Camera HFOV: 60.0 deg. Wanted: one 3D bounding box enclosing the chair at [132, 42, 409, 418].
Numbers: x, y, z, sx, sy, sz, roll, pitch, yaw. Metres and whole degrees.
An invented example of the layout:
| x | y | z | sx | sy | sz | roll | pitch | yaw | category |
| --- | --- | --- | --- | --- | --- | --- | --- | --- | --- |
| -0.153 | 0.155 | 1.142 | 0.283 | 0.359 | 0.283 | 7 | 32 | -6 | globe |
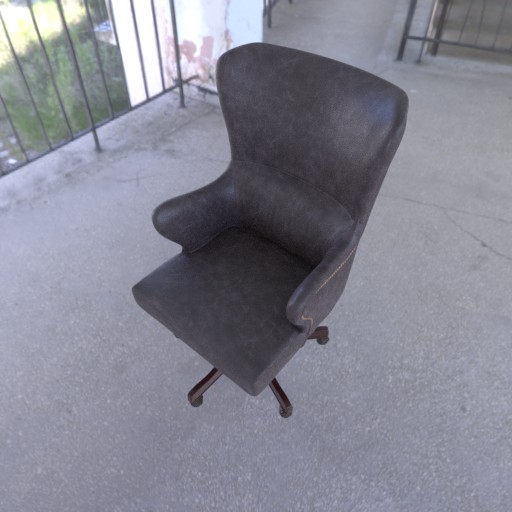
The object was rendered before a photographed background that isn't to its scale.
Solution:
| x | y | z | sx | sy | sz | roll | pitch | yaw | category |
| --- | --- | --- | --- | --- | --- | --- | --- | --- | --- |
| 0.000 | 0.000 | 1.413 | 0.594 | 1.037 | 0.717 | 32 | 54 | 26 | chair |
